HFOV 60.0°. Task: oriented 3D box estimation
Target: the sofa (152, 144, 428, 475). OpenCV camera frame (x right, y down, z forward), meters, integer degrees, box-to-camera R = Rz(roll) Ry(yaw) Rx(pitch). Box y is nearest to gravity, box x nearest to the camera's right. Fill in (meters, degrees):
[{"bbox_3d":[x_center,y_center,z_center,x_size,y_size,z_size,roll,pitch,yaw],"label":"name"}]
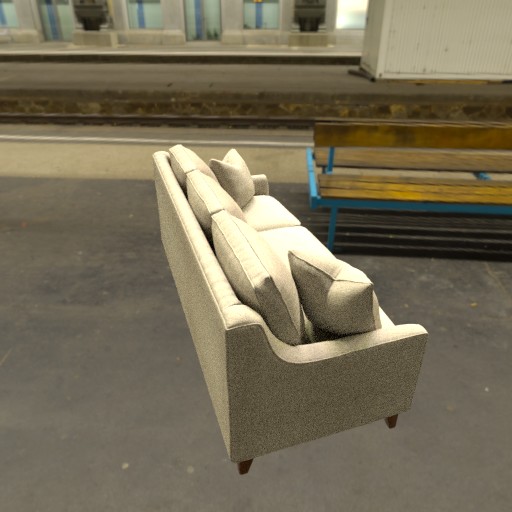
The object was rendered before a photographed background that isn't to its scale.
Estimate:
[{"bbox_3d":[0.000,0.000,2.523,0.865,0.914,2.031,-9,31,-16],"label":"sofa"}]
